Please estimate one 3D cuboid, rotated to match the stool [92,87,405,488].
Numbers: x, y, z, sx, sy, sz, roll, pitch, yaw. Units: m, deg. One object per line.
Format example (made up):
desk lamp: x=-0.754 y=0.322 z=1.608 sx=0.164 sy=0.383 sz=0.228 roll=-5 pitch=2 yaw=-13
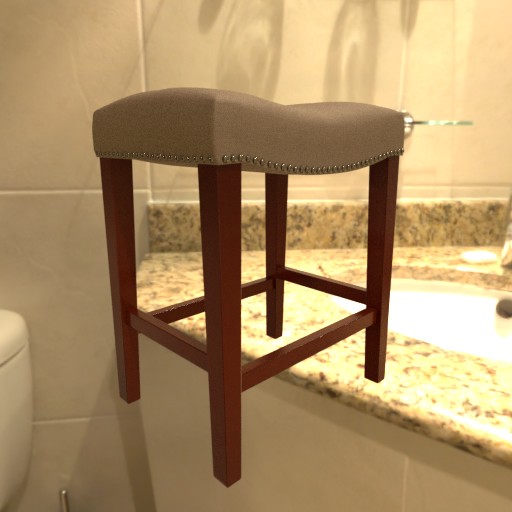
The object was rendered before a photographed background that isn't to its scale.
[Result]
stool: x=0.000 y=0.000 z=0.935 sx=0.509 sy=0.632 sz=0.375 roll=-14 pitch=20 yaw=-42
